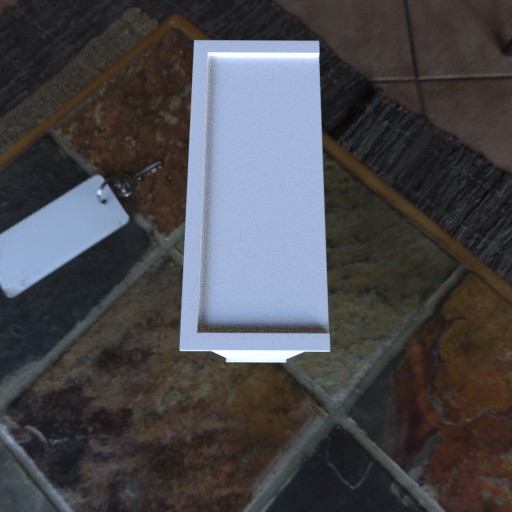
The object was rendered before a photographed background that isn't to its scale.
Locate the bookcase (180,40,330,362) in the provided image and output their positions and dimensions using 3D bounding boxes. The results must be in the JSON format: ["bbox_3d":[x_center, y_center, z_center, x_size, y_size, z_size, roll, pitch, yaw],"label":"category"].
[{"bbox_3d":[0.000,0.000,2.307,0.432,1.880,1.050,0,75,0],"label":"bookcase"}]
